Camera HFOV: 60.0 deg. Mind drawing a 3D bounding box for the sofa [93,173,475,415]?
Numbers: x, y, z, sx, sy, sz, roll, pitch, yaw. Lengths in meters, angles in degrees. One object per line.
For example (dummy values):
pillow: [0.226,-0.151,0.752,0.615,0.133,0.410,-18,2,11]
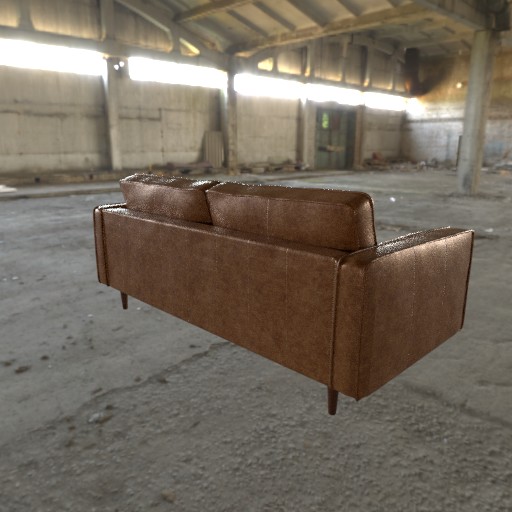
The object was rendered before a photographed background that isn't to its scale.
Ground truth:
sofa: [0.000,0.000,2.372,0.924,0.825,1.920,-13,19,-43]
